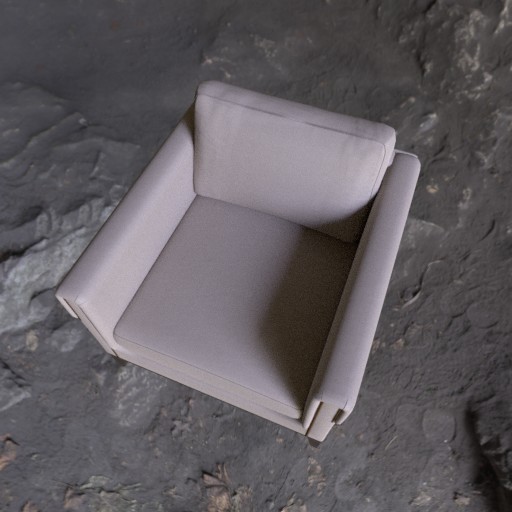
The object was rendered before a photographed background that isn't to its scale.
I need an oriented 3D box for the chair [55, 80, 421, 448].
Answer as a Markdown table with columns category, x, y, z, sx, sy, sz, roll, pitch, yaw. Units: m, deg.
| category | x | y | z | sx | sy | sz | roll | pitch | yaw |
| --- | --- | --- | --- | --- | --- | --- | --- | --- | --- |
| chair | 0.000 | 0.000 | 1.632 | 0.914 | 0.838 | 0.959 | 19 | 59 | 12 |
